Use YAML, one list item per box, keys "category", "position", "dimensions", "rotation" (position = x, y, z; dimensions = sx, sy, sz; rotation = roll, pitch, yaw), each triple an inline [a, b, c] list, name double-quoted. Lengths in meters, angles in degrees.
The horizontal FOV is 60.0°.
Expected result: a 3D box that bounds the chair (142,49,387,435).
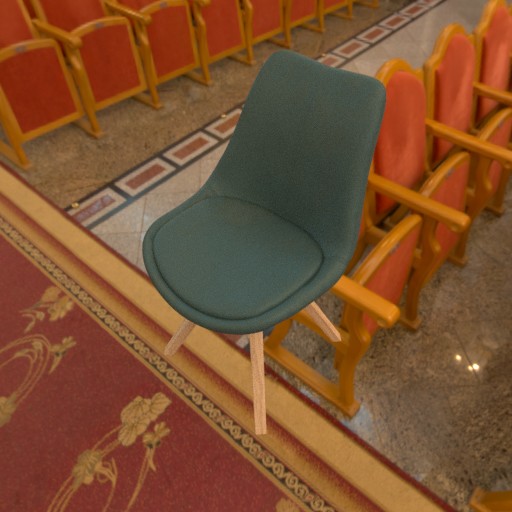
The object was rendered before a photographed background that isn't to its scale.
- category: "chair"
  position: [0.000, 0.000, 1.186]
  dimensions: [0.483, 0.865, 0.547]
  rotation: [32, 54, 27]
